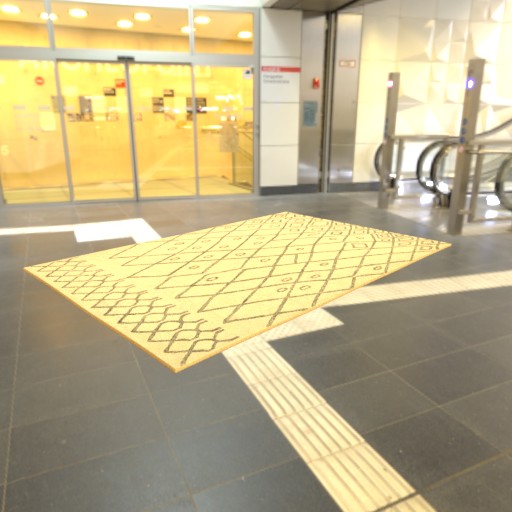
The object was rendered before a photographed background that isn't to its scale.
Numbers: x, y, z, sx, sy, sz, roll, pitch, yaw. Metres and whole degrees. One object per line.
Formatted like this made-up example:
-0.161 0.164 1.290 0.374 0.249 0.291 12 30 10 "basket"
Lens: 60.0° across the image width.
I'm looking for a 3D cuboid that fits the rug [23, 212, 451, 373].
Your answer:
0.000 0.000 2.248 1.828 0.015 1.222 -16 24 -42 "rug"
